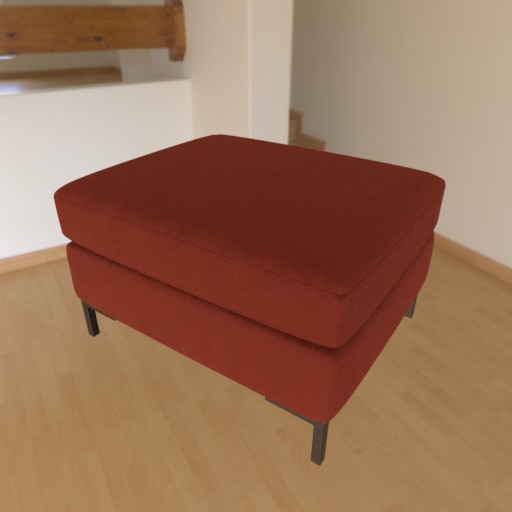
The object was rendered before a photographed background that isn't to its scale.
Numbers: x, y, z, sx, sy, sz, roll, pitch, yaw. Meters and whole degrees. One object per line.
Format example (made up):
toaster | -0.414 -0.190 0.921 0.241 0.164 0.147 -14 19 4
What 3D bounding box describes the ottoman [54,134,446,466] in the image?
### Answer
ottoman | 0.000 0.000 1.186 0.782 0.462 0.650 19 34 29
